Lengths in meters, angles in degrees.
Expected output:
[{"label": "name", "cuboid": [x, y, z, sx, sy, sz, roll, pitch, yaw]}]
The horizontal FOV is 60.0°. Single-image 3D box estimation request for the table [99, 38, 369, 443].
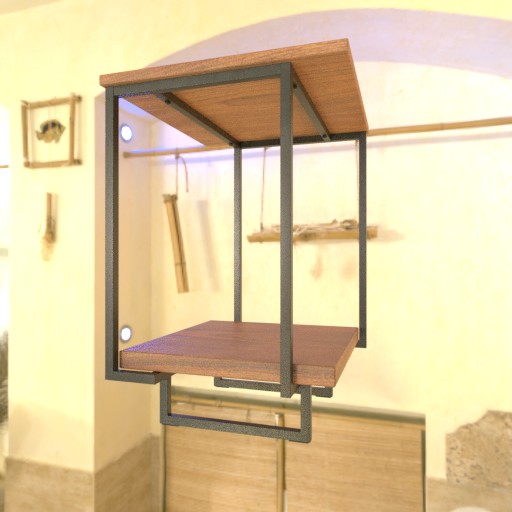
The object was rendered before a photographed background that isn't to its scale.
[{"label": "table", "cuboid": [0.000, 0.000, 0.830, 0.384, 0.567, 0.411, 0, 0, 18]}]
